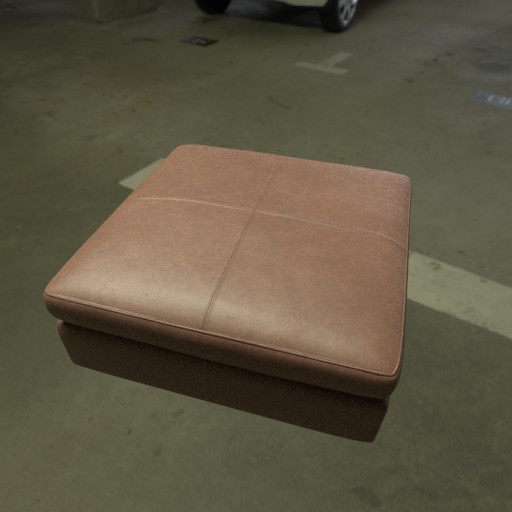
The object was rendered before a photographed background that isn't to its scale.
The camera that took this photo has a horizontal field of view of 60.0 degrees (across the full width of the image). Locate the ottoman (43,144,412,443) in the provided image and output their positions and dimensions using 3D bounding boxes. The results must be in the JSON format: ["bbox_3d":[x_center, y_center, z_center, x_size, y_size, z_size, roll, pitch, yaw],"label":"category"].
[{"bbox_3d":[0.000,0.000,1.825,1.168,0.490,1.168,11,41,13],"label":"ottoman"}]
